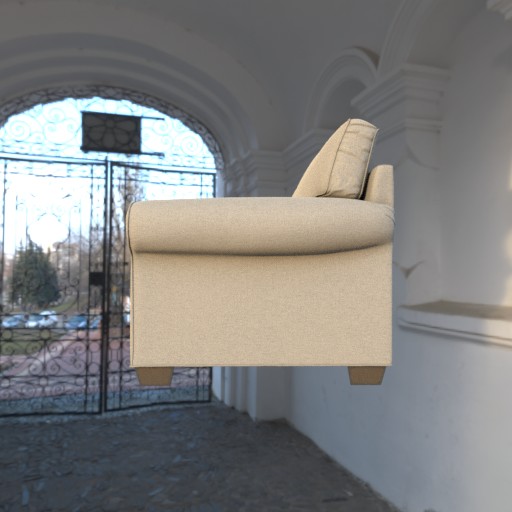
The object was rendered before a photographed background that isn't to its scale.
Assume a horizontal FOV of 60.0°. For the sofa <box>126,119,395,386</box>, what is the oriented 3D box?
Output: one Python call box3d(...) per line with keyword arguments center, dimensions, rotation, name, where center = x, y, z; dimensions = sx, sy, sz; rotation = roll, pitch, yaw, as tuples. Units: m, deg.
box3d(center=(0.000, 0.000, 2.386), dimensions=(0.940, 0.952, 1.930), rotation=(0, -2, -1), name="sofa")
